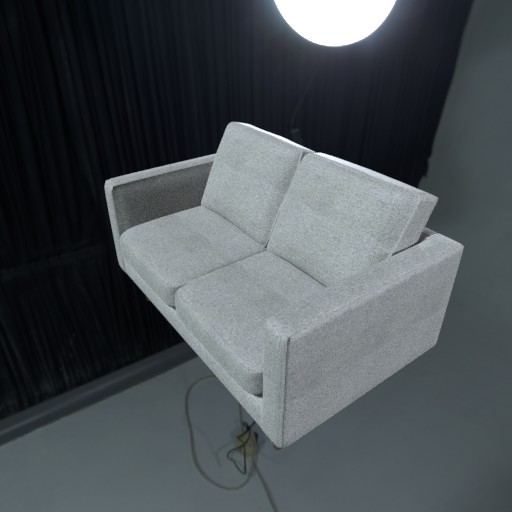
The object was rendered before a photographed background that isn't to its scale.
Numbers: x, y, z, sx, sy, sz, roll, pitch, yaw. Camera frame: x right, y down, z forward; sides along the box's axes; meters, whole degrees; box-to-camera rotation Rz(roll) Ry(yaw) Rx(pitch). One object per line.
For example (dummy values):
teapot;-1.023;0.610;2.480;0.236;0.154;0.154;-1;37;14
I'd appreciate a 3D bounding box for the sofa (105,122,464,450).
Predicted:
sofa;0.000;0.000;2.195;0.969;0.973;1.527;-21;38;-30
